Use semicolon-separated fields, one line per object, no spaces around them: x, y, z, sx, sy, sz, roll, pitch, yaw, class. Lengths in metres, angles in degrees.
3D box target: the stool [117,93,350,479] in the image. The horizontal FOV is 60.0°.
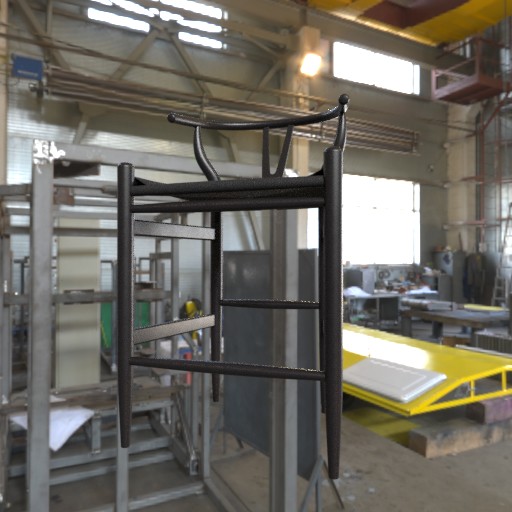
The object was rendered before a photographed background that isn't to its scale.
0.000;0.000;1.306;0.569;0.970;0.579;0;0;18;stool
